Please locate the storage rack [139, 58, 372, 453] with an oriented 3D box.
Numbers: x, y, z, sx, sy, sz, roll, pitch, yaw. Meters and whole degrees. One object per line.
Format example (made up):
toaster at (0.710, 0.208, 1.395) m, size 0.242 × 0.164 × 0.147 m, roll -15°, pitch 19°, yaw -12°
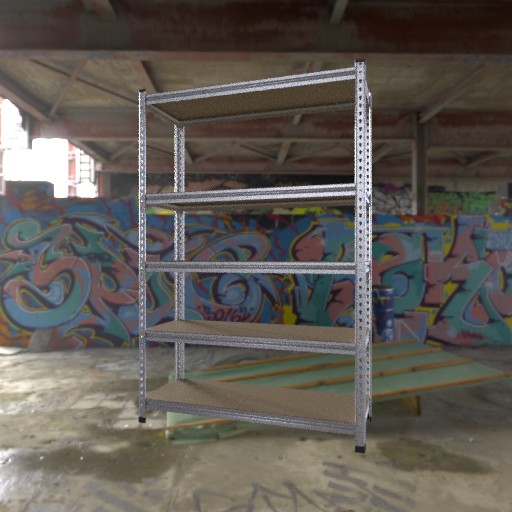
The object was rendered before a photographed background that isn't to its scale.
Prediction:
storage rack at (0.000, 0.000, 2.460) m, size 1.219 × 1.829 × 0.457 m, roll 0°, pitch 0°, yaw 19°
